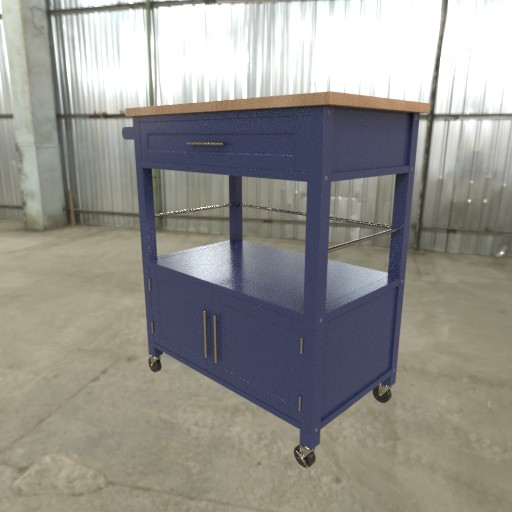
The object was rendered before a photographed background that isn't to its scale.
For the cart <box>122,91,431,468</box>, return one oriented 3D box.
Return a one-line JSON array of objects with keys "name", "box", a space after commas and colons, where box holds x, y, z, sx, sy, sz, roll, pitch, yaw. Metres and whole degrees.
[{"name": "cart", "box": [0.000, 0.000, 1.408, 0.840, 0.901, 0.459, 14, 20, 42]}]
